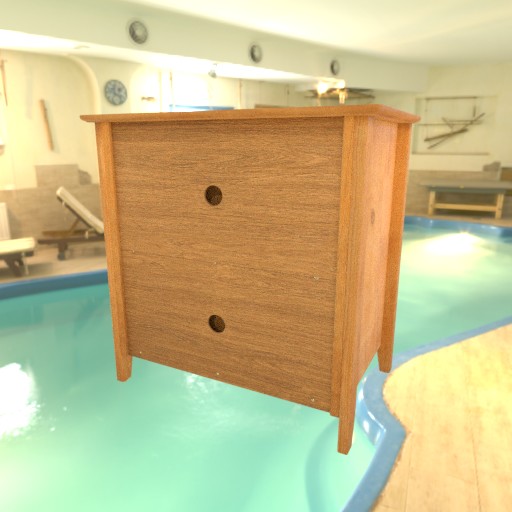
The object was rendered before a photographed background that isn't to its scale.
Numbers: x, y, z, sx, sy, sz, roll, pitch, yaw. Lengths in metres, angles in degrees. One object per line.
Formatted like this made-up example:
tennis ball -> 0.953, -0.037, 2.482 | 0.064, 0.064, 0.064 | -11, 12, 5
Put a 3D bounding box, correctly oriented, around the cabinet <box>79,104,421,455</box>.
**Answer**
cabinet -> 0.000, 0.000, 1.264 | 0.763, 0.762, 0.503 | 8, 16, 27
